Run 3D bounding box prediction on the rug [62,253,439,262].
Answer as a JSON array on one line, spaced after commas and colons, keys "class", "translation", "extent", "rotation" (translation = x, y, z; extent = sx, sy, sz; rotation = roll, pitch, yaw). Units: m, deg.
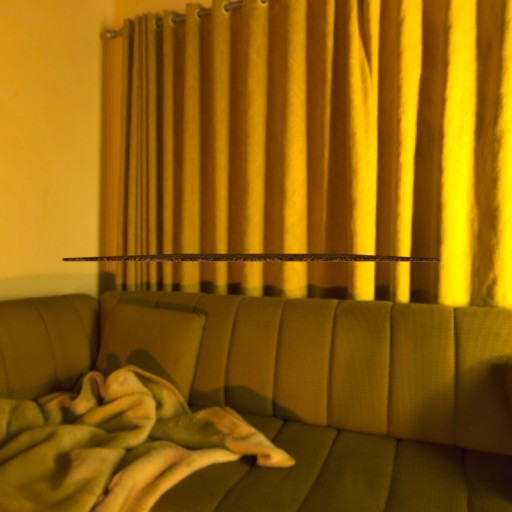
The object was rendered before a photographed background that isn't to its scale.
[{"class": "rug", "translation": [0.000, 0.000, 2.284], "extent": [1.189, 0.011, 1.808], "rotation": [0, 1, 2]}]
